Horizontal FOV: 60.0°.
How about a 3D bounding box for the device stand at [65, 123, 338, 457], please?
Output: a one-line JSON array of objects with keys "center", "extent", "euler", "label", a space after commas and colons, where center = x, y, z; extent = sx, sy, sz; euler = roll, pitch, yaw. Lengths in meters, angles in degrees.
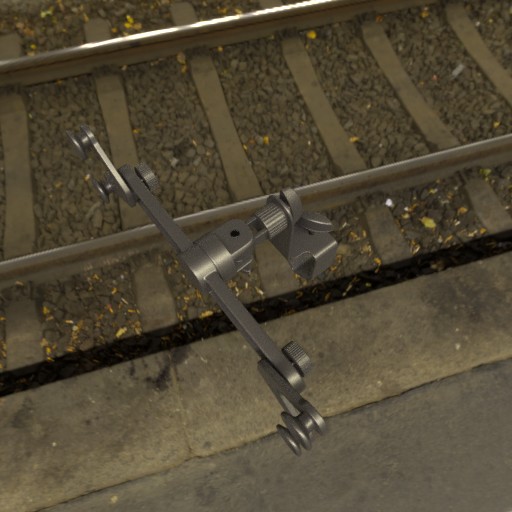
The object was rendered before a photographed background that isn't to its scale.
[{"center": [0.000, 0.000, 0.361], "extent": [0.142, 0.166, 0.270], "euler": [-35, 68, -16], "label": "device stand"}]
